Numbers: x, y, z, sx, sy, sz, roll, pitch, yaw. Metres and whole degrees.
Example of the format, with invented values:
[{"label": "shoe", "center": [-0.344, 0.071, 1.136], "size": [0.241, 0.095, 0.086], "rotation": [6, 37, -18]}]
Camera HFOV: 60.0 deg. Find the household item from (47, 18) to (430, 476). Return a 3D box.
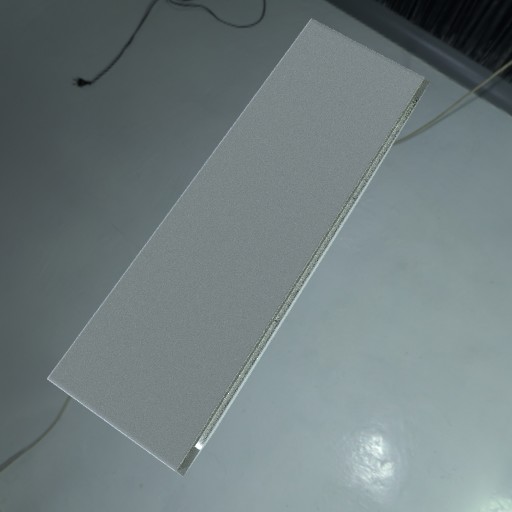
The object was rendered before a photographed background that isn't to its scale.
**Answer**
[{"label": "household item", "center": [0.000, 0.000, 1.649], "size": [0.420, 0.867, 1.300], "rotation": [32, 78, 8]}]
